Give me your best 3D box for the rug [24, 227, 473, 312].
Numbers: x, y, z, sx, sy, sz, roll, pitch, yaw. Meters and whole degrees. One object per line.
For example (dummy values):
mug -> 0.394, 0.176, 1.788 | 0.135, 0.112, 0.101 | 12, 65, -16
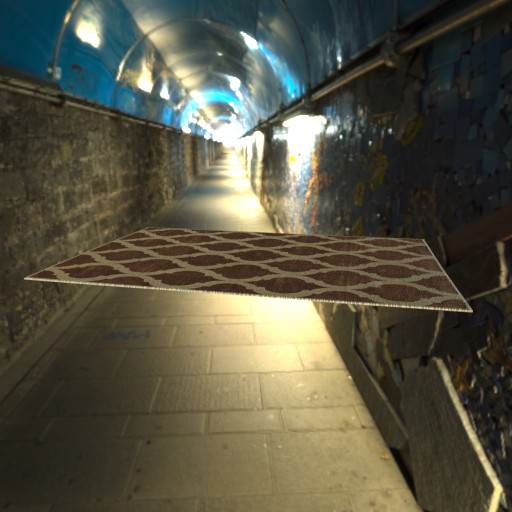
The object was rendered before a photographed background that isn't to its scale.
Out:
rug -> 0.000, 0.000, 2.899 | 2.284, 0.008, 1.522 | 3, 15, 12
